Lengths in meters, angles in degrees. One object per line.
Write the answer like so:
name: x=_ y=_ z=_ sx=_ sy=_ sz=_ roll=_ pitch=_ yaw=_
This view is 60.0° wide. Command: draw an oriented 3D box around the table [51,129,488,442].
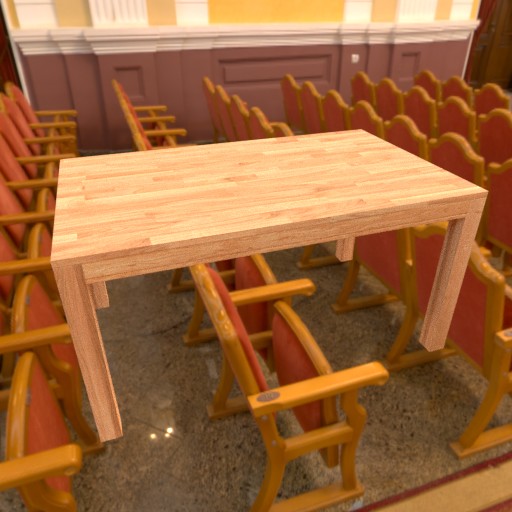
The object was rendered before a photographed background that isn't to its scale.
table: x=0.000 y=0.000 z=1.982 sx=1.500 sy=0.770 sz=0.900 roll=-10 pitch=32 yaw=-16
